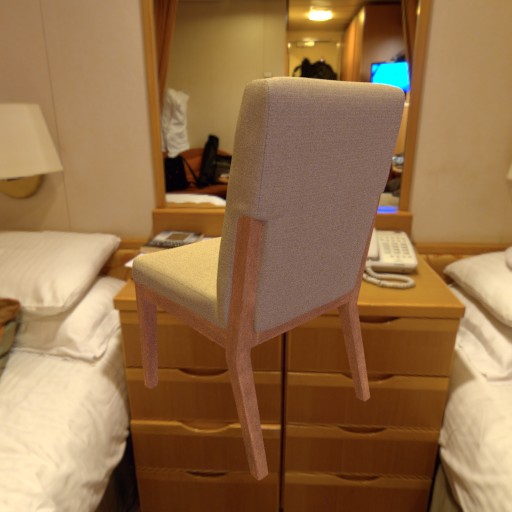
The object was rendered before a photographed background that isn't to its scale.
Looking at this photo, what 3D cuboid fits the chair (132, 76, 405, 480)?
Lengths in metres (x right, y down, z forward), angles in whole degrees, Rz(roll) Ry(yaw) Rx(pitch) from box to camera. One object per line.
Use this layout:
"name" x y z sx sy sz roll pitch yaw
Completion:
"chair" 0.000 0.000 1.266 0.507 0.911 0.586 -16 24 -41
